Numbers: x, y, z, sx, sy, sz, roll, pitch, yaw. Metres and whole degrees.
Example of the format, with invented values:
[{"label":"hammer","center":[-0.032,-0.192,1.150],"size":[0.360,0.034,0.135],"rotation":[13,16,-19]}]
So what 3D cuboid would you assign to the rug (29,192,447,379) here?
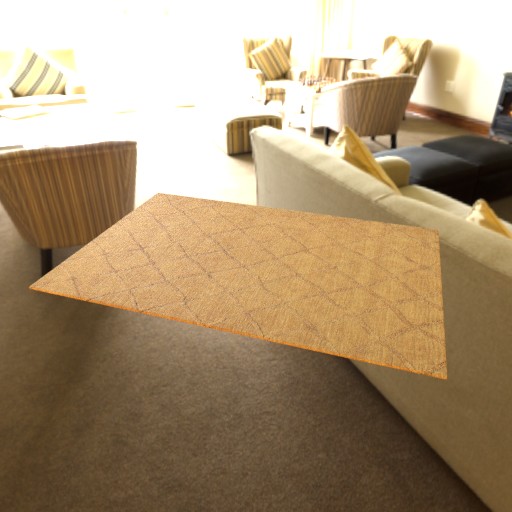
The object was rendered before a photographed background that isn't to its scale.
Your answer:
[{"label":"rug","center":[0.000,0.000,2.909],"size":[2.292,0.014,1.528],"rotation":[9,32,16]}]
